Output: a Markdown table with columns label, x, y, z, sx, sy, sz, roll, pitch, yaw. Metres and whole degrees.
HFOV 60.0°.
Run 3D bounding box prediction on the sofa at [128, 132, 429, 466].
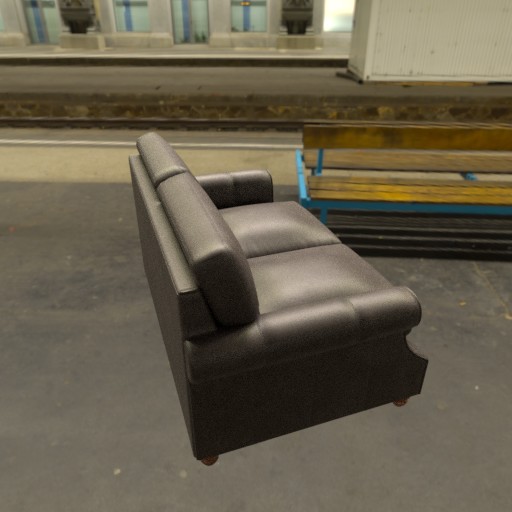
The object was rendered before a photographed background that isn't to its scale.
| label | x | y | z | sx | sy | sz | roll | pitch | yaw |
| --- | --- | --- | --- | --- | --- | --- | --- | --- | --- |
| sofa | 0.000 | 0.000 | 2.242 | 1.030 | 0.979 | 1.663 | -10 | 31 | -17 |
